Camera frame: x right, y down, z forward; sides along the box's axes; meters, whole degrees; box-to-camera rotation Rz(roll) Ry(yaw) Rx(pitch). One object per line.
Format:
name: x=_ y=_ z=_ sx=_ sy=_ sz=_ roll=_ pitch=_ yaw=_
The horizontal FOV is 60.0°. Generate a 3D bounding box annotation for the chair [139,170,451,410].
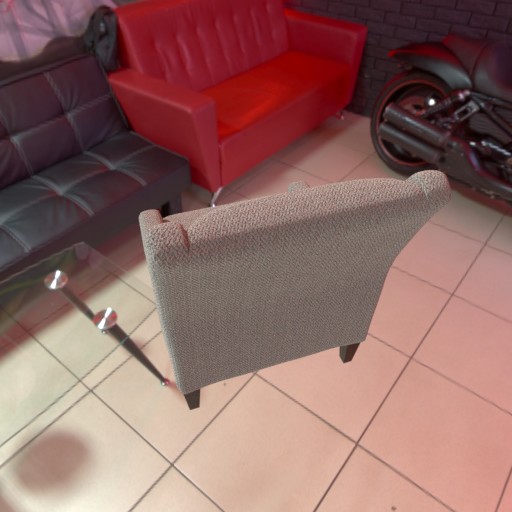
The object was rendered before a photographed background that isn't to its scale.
chair: x=0.000 y=0.000 z=1.627 sx=0.774 sy=1.014 sz=0.870 roll=-13 pitch=44 yaw=-14
